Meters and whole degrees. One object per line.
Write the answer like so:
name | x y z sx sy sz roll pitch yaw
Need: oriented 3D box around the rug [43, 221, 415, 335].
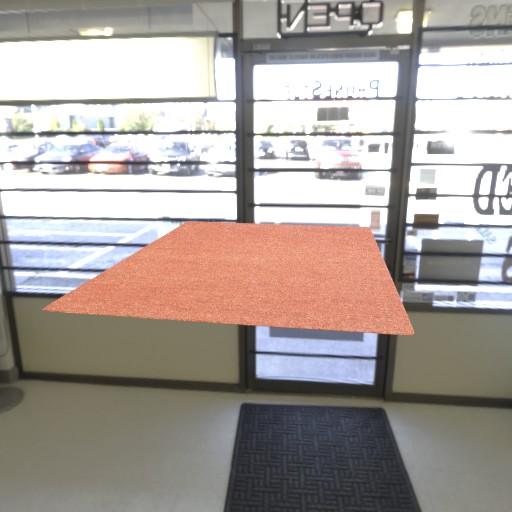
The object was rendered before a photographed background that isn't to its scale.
rug | 0.000 0.000 2.837 1.594 0.009 2.112 2 15 9
